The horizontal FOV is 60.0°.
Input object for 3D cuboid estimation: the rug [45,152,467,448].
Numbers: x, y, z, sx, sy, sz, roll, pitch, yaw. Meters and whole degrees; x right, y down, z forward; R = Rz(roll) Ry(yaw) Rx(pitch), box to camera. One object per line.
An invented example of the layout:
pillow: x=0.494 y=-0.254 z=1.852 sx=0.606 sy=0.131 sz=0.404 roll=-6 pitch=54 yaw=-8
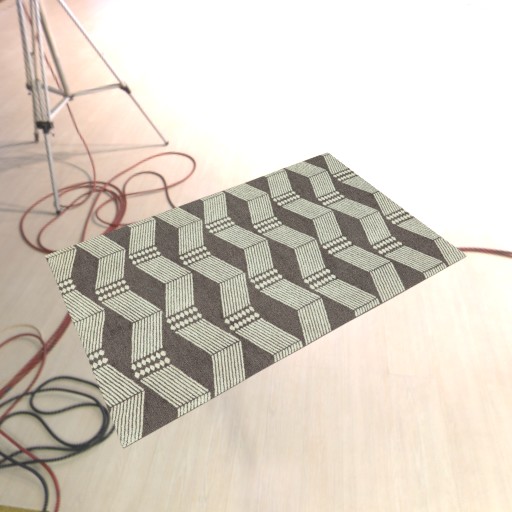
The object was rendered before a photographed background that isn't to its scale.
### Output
rug: x=0.000 y=0.000 z=3.011 sx=2.435 sy=0.011 sz=1.517 roll=-24 pitch=50 yaw=-22
